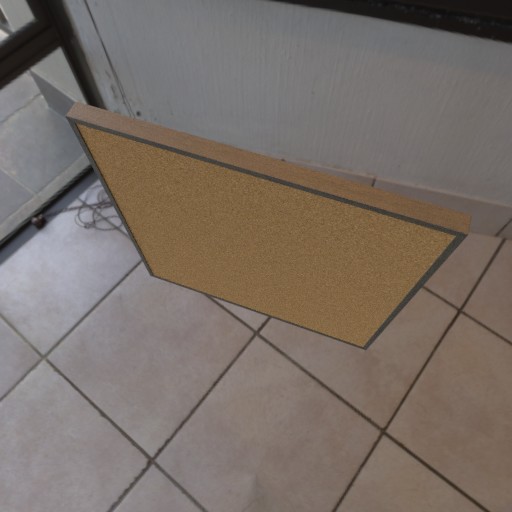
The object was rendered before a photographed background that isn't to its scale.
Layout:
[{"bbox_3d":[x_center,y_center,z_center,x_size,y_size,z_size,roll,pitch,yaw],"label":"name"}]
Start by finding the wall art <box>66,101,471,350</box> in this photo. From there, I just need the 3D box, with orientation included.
[{"bbox_3d":[0.000,0.000,1.135,0.758,0.758,0.039,18,65,9],"label":"wall art"}]
